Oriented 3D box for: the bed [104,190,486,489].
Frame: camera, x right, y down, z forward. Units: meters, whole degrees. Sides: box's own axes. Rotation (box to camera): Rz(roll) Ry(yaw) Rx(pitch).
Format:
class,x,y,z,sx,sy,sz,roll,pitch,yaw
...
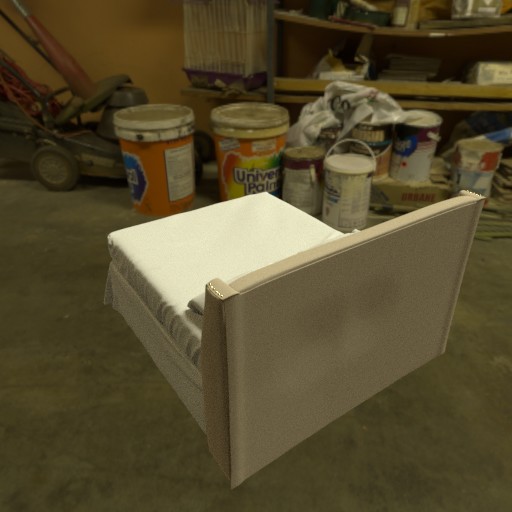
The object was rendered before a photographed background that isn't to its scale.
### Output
class,x,y,z,sx,sy,sz,roll,pitch,yaw
bed,0.000,0.000,3.377,1.925,1.332,2.276,-19,35,-29
